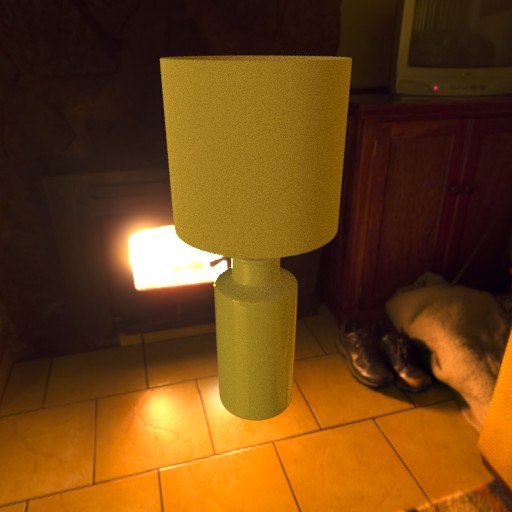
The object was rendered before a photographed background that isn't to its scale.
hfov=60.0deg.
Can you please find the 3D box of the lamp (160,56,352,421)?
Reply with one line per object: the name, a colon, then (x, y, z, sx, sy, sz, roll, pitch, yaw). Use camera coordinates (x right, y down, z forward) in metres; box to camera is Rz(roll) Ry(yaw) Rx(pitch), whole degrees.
lamp: (0.000, 0.000, 0.603, 0.212, 0.493, 0.212, -17, 30, -32)
